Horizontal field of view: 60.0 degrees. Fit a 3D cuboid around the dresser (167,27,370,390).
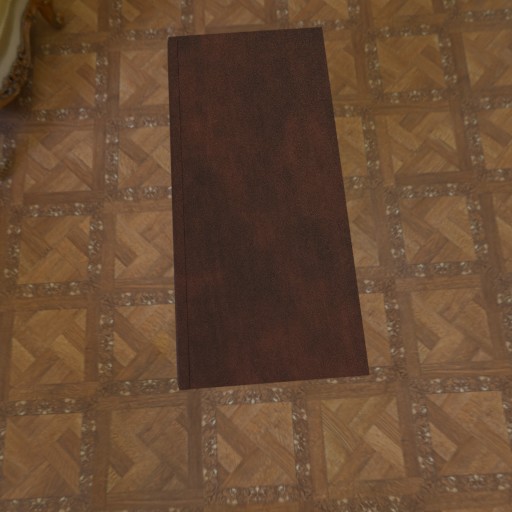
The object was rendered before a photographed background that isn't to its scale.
[{"bbox_3d":[0.000,0.000,2.000,0.506,1.514,1.072,-4,75,-1],"label":"dresser"}]
